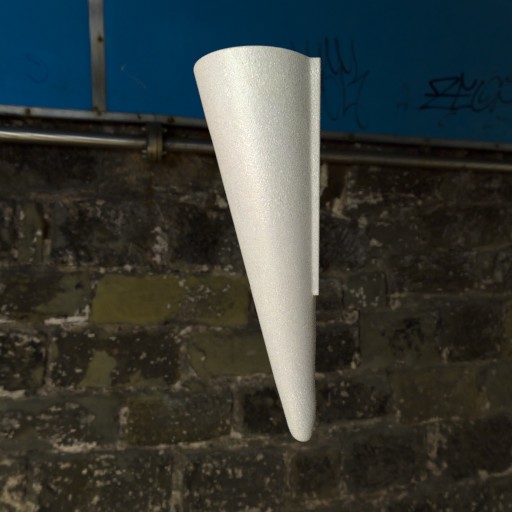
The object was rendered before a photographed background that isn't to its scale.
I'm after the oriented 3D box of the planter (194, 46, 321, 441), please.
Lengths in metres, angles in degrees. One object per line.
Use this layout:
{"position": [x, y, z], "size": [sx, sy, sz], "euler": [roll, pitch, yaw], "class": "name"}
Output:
{"position": [0.000, 0.000, 0.230], "size": [0.064, 0.191, 0.057], "euler": [0, 0, 0], "class": "planter"}
